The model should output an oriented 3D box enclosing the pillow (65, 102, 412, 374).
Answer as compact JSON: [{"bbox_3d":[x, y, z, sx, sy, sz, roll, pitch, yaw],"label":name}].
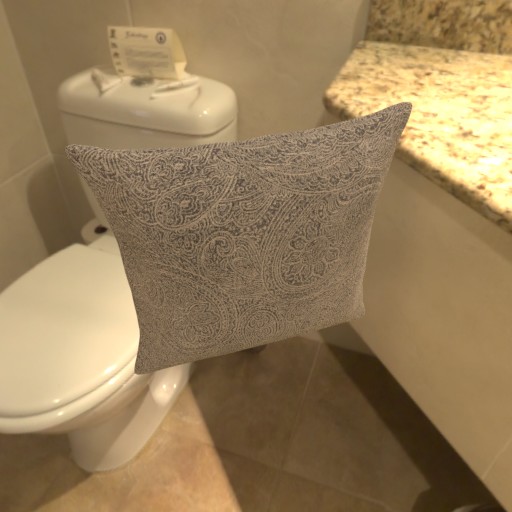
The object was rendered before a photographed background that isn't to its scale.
[{"bbox_3d":[0.000,0.000,0.799,0.523,0.510,0.166,-11,42,-13],"label":"pillow"}]
